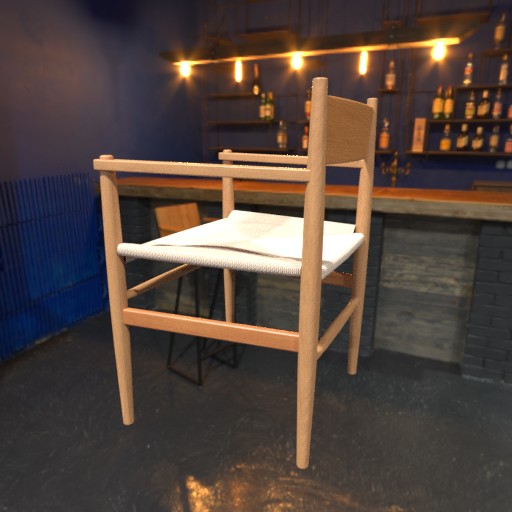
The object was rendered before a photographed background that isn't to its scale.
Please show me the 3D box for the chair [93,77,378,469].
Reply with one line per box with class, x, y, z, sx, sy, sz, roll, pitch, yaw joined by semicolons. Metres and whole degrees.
chair;0.000;0.000;1.109;0.495;0.762;0.556;7;16;25
